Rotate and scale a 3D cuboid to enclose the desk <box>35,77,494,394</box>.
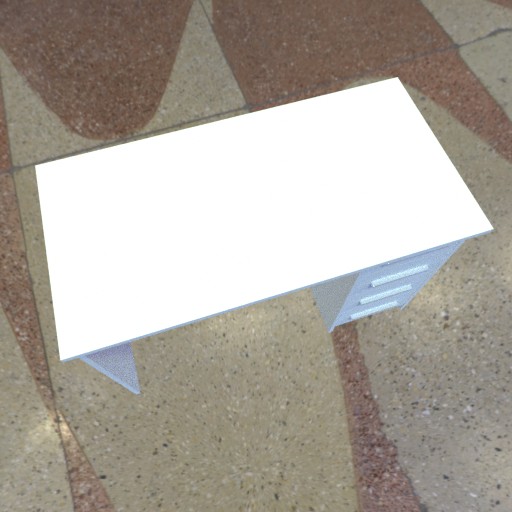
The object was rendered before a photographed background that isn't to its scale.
[{"bbox_3d":[0.000,0.000,1.501,1.096,0.730,0.560,-16,65,-8],"label":"desk"}]
